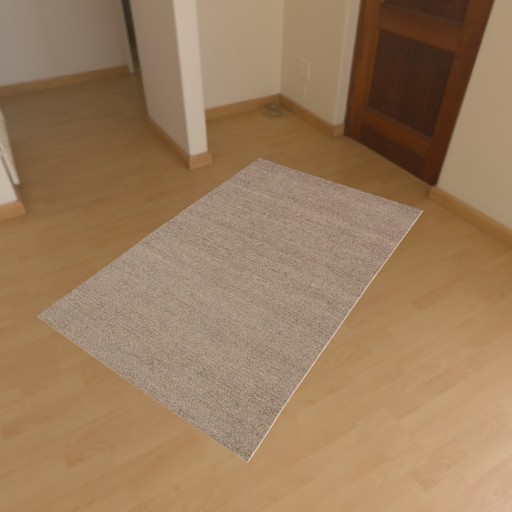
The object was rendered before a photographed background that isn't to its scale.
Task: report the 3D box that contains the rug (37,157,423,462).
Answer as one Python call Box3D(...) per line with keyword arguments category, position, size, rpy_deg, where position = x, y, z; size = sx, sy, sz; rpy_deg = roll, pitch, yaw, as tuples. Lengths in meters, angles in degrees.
Box3D(category="rug", position=(0.000, 0.000, 2.288), size=(1.154, 0.021, 1.792), rpy_deg=(24, 46, 25))
